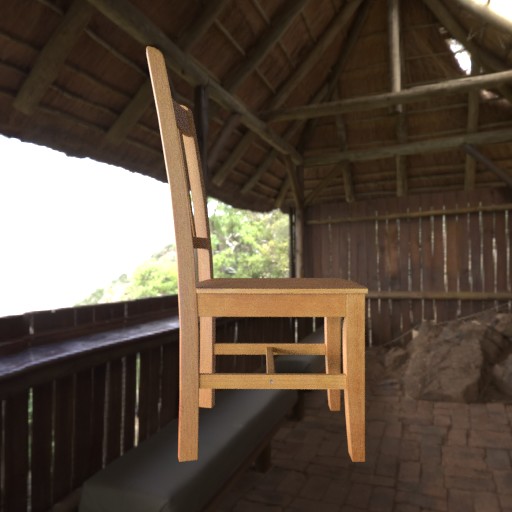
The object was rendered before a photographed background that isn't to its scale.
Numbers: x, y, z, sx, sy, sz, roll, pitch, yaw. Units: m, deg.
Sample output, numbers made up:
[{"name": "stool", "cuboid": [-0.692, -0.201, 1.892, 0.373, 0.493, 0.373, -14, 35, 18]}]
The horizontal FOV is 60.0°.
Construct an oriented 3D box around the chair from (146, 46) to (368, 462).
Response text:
[{"name": "chair", "cuboid": [0.000, 0.000, 1.273, 0.556, 0.998, 0.450, 0, 1, 1]}]
